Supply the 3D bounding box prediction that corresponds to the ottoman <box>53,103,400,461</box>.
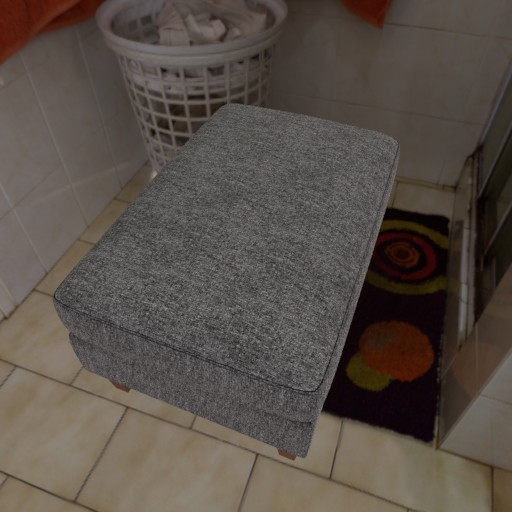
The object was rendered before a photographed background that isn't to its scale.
[{"bbox_3d":[0.000,0.000,1.201,0.584,0.483,0.864,16,49,15],"label":"ottoman"}]
